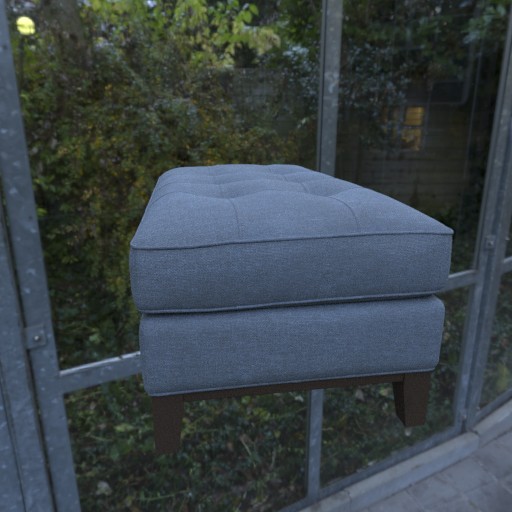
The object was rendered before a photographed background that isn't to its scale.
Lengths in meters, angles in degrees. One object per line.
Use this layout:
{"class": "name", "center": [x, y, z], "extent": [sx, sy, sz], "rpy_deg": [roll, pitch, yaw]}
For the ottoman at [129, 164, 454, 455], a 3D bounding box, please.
{"class": "ottoman", "center": [0.000, 0.000, 1.407], "extent": [0.648, 0.514, 1.143], "rpy_deg": [-3, 16, -9]}
